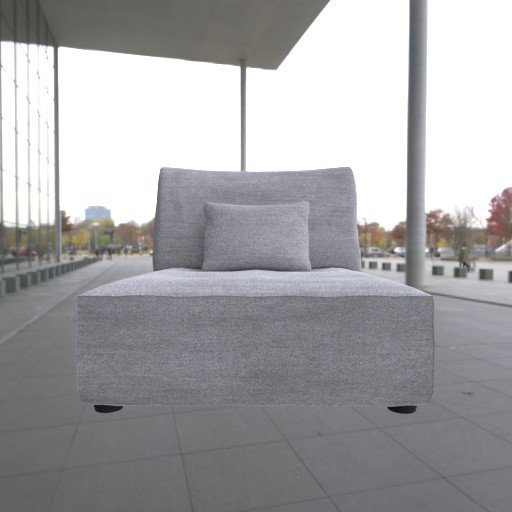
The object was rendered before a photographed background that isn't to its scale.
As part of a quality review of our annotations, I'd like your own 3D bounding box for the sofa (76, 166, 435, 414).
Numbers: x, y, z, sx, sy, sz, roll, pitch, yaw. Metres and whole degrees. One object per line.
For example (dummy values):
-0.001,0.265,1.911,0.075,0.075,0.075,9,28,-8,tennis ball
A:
0.000,0.000,1.639,0.930,0.820,1.000,0,1,0,sofa
